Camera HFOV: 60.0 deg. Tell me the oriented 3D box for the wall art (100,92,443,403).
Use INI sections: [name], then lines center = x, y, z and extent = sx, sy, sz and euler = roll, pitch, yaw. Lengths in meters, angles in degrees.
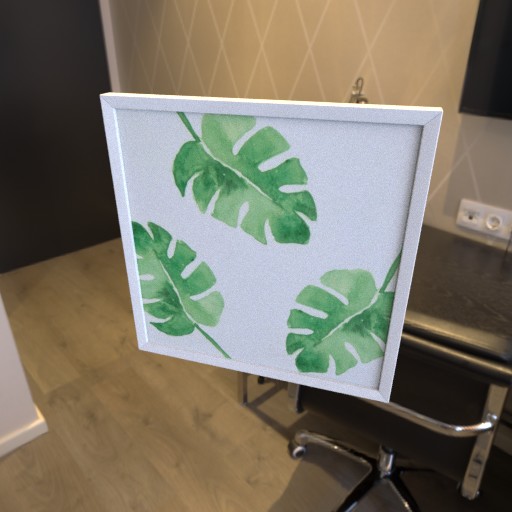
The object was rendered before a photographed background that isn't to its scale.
[wall art]
center = 0.000, 0.000, 1.140
extent = 0.762, 0.762, 0.040
euler = 8, 29, 15
